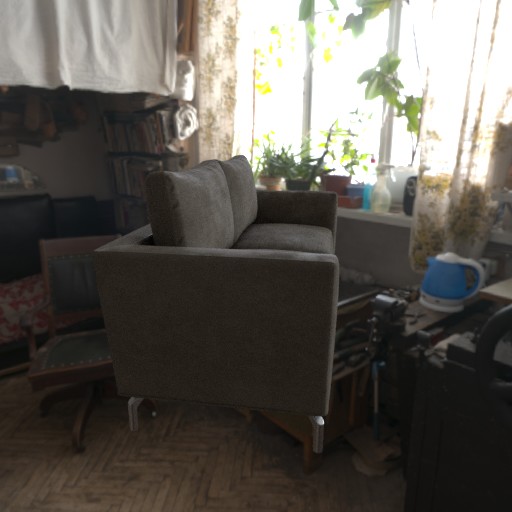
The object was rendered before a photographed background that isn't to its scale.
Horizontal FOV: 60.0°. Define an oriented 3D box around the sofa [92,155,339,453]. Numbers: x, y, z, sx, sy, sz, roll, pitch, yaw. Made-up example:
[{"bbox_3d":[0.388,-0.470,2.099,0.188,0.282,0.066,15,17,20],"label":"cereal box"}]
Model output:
[{"bbox_3d":[0.000,0.000,2.386,0.855,1.013,1.832,3,15,10],"label":"sofa"}]
